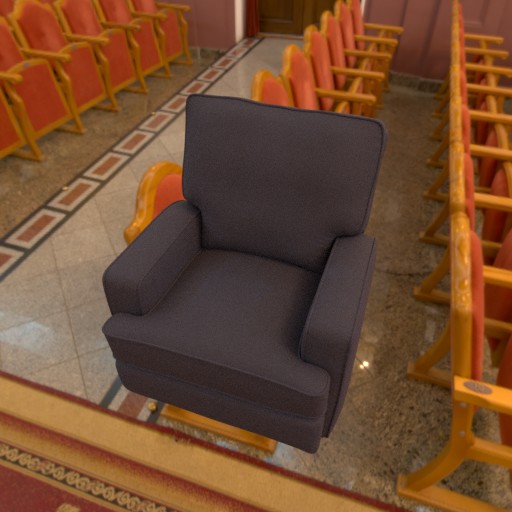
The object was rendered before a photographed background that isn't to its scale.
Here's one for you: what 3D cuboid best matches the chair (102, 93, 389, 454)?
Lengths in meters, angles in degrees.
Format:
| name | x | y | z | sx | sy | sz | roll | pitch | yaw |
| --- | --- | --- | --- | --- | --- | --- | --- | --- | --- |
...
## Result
| name | x | y | z | sx | sy | sz | roll | pitch | yaw |
| --- | --- | --- | --- | --- | --- | --- | --- | --- | --- |
| chair | 0.000 | 0.000 | 1.662 | 0.861 | 0.962 | 0.964 | 13 | 41 | 15 |
